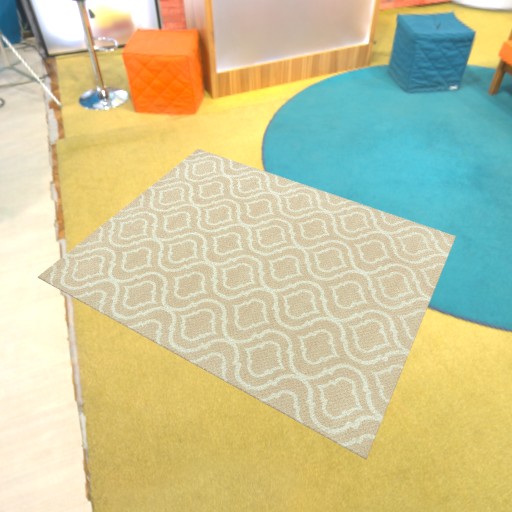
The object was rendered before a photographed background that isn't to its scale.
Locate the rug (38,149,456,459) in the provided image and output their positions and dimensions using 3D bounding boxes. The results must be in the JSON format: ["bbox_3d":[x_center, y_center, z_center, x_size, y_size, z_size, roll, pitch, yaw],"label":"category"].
[{"bbox_3d":[0.000,0.000,3.877,2.894,0.013,2.286,23,50,21],"label":"rug"}]
